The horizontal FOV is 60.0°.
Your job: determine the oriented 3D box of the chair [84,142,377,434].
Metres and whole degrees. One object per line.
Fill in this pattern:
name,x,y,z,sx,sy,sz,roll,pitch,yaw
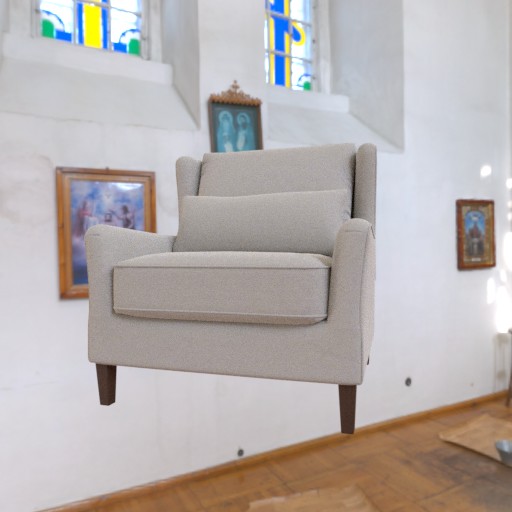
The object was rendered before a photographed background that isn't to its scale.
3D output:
chair,0.000,0.000,1.868,0.982,1.056,1.040,0,0,17
